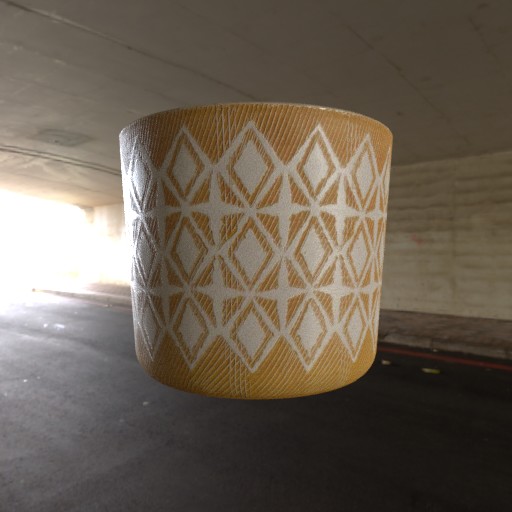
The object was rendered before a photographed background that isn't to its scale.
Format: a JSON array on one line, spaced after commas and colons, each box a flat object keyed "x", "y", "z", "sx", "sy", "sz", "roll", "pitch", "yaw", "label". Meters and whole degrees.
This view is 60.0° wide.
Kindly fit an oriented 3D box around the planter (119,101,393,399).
[{"x": 0.000, "y": 0.000, "z": 0.328, "sx": 0.193, "sy": 0.165, "sz": 0.193, "roll": 0, "pitch": 1, "yaw": 0, "label": "planter"}]
